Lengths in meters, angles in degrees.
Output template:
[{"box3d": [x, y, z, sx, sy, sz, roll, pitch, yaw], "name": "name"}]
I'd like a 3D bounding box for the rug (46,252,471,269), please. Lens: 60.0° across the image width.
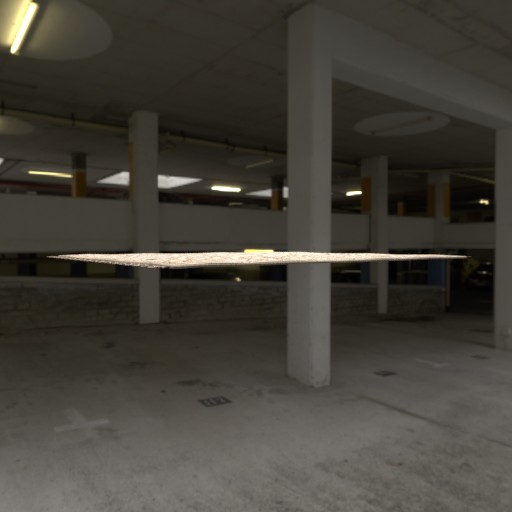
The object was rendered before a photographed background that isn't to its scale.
[{"box3d": [0.000, 0.000, 4.032, 3.061, 0.034, 2.426, -1, 2, -37], "name": "rug"}]
